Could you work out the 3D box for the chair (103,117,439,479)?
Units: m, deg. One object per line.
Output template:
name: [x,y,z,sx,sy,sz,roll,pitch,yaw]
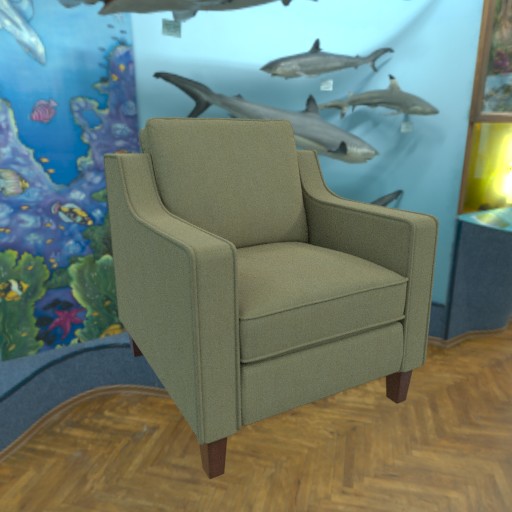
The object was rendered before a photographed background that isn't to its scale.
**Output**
chair: [0.000,0.000,1.593,0.831,0.960,0.909,-9,18,-28]
